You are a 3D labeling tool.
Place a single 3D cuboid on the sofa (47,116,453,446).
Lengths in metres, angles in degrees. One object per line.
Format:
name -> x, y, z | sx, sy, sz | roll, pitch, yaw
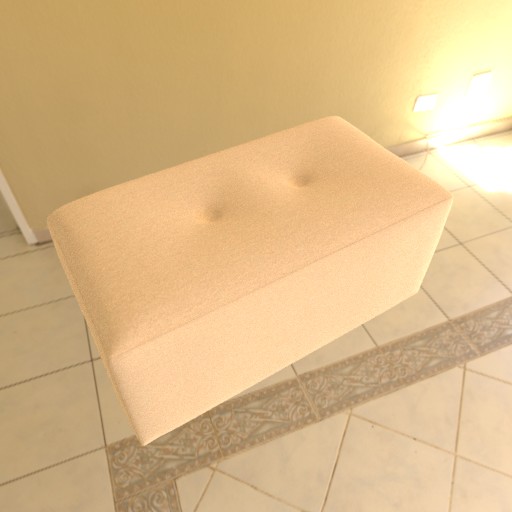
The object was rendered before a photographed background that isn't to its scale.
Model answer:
sofa -> 0.000, 0.000, 1.217 | 0.930, 0.470, 0.480 | -24, 50, -21
